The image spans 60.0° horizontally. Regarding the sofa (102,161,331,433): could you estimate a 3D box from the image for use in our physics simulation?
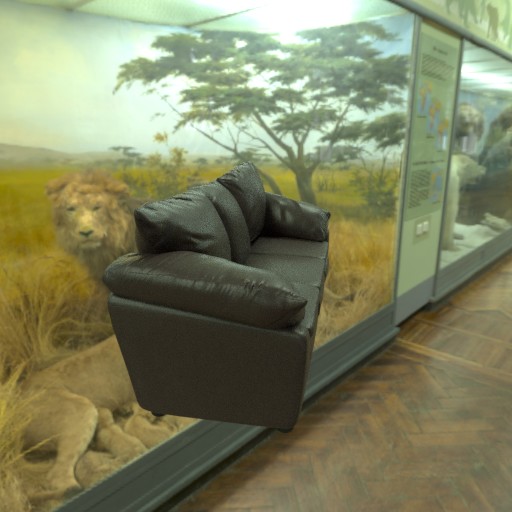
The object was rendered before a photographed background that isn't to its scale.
[{"bbox_3d":[0.000,0.000,2.886,0.907,1.091,2.390,3,16,11],"label":"sofa"}]
